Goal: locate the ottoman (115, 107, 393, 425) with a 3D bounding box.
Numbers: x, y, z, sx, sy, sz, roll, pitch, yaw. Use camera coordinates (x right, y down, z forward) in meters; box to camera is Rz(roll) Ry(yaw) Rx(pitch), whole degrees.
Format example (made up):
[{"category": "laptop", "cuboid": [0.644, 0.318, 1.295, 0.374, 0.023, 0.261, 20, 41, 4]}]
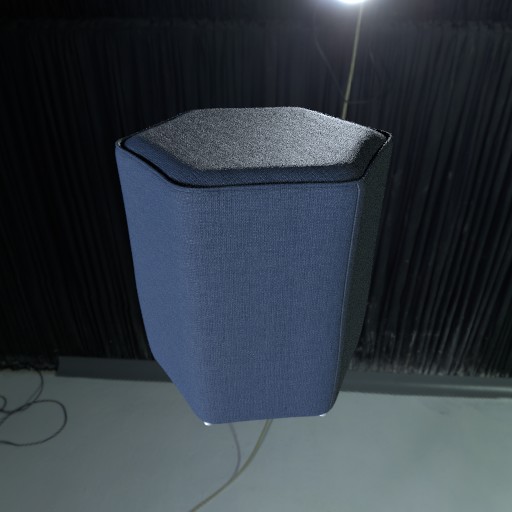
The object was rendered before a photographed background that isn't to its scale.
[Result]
[{"category": "ottoman", "cuboid": [0.000, 0.000, 0.903, 0.492, 0.505, 0.454, -1, 32, -1]}]
